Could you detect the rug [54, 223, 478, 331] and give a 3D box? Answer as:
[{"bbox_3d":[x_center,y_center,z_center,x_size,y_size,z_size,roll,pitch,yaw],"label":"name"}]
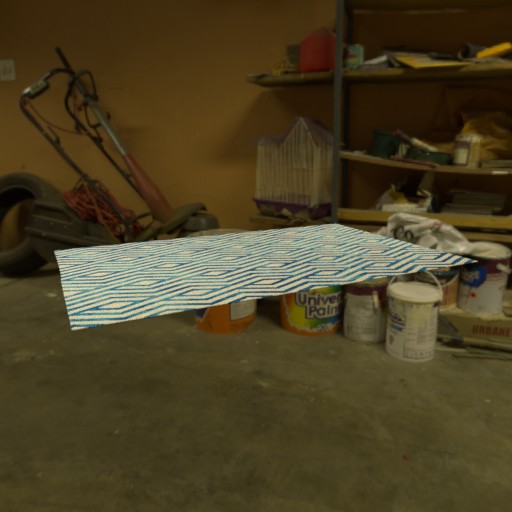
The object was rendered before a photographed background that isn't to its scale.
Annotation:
[{"bbox_3d":[0.000,0.000,3.001,2.439,0.008,1.531,-7,16,-25],"label":"rug"}]
